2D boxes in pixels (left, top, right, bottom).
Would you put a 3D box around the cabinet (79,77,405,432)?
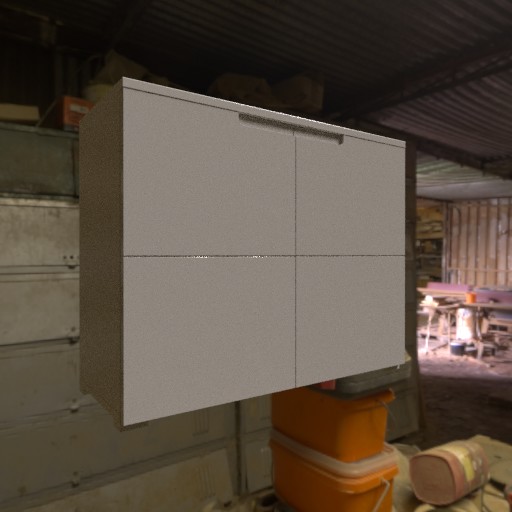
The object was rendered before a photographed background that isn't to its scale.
[{"bbox_3d":[0.000,0.000,1.436,1.000,0.800,0.400,0,0,-35],"label":"cabinet"}]
